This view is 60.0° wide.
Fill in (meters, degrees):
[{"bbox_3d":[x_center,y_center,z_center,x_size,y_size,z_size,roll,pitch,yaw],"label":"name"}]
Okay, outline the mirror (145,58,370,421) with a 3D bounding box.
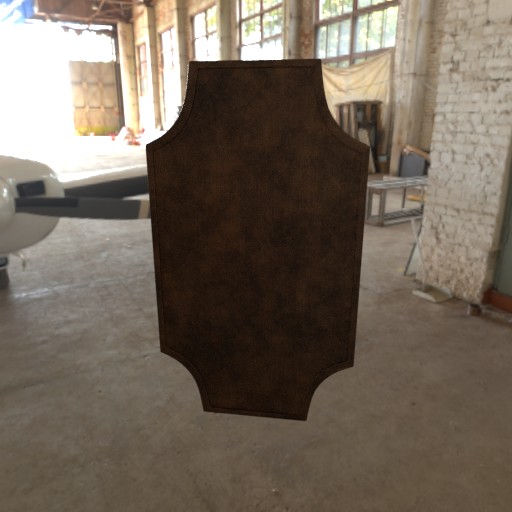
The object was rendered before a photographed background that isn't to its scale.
[{"bbox_3d":[0.000,0.000,1.005,0.462,0.811,0.066,3,18,8],"label":"mirror"}]
